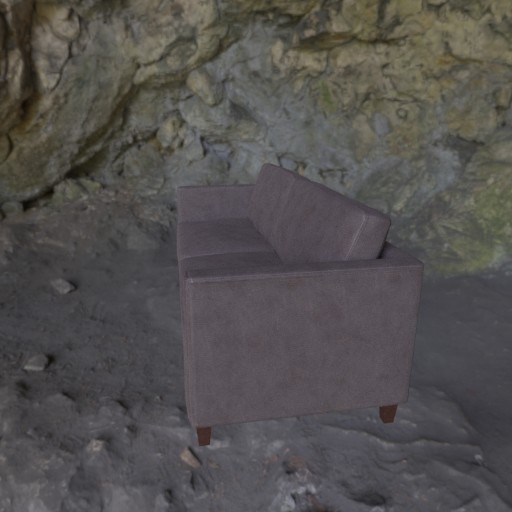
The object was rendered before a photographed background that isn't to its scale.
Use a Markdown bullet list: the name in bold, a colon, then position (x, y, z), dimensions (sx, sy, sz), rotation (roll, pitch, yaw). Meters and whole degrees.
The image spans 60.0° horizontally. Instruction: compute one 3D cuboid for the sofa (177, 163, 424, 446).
- **sofa**: position (0.000, 0.000, 2.717), dimensions (0.951, 0.965, 2.208), rotation (-3, 18, -10)
